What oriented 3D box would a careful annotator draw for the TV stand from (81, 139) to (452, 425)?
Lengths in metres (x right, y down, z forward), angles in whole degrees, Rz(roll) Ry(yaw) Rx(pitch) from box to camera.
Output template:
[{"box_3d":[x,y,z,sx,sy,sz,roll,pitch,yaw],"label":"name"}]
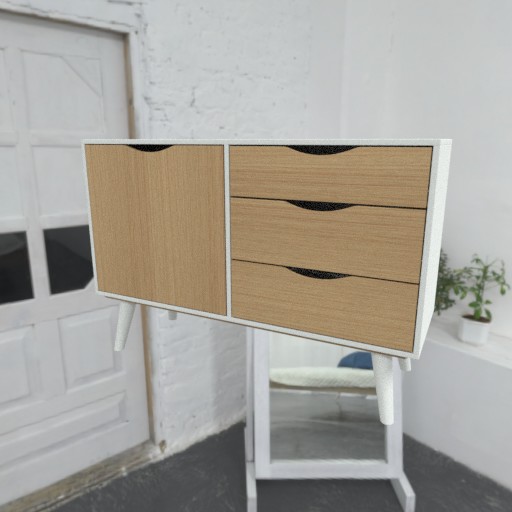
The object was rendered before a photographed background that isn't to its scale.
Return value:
[{"box_3d":[0.000,0.000,1.596,1.193,0.812,0.406,7,16,26],"label":"TV stand"}]
